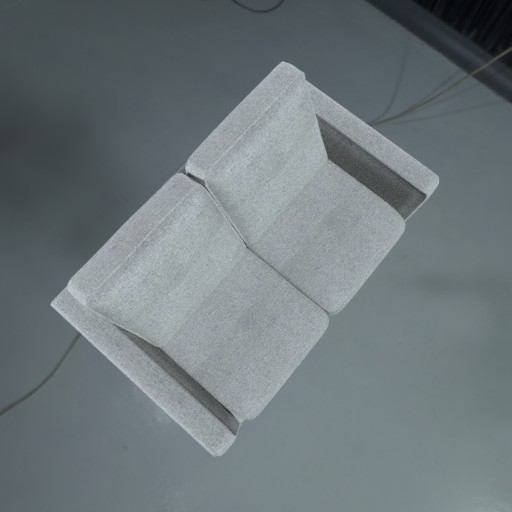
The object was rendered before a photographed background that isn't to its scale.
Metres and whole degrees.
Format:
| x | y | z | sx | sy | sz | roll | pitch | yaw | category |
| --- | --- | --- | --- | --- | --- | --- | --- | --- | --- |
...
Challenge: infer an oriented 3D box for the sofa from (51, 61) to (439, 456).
| x | y | z | sx | sy | sz | roll | pitch | yaw | category |
| --- | --- | --- | --- | --- | --- | --- | --- | --- | --- |
| 0.000 | 0.000 | 2.156 | 0.969 | 0.973 | 1.527 | 39 | 79 | 9 | sofa |
